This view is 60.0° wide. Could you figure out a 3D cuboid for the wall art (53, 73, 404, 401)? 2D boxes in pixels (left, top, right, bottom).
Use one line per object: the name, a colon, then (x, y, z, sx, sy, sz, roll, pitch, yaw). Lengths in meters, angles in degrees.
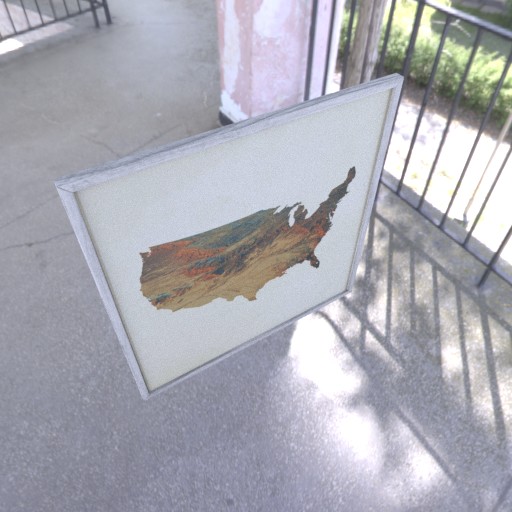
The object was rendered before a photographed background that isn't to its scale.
wall art: (0.000, 0.000, 0.753, 0.508, 0.507, 0.016, -24, 51, -21)
